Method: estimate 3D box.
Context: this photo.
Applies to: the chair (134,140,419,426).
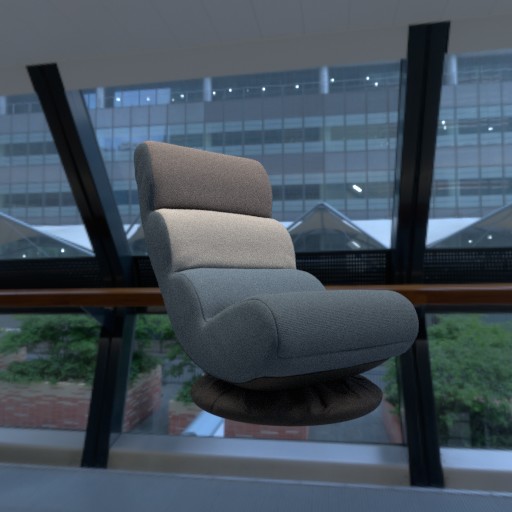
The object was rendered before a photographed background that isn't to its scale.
[{"bbox_3d":[0.000,0.000,1.081,0.420,0.641,0.661,2,-3,-36],"label":"chair"}]
